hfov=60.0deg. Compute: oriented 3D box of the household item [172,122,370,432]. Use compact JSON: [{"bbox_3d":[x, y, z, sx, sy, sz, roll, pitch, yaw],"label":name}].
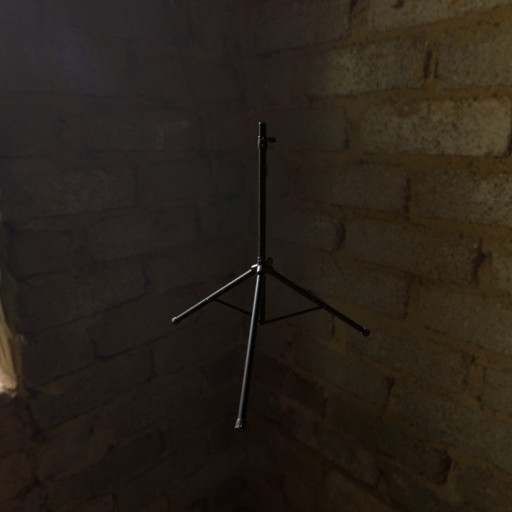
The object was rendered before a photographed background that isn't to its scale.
[{"bbox_3d":[0.000,0.000,2.760,1.596,1.595,1.339,3,16,9],"label":"household item"}]
